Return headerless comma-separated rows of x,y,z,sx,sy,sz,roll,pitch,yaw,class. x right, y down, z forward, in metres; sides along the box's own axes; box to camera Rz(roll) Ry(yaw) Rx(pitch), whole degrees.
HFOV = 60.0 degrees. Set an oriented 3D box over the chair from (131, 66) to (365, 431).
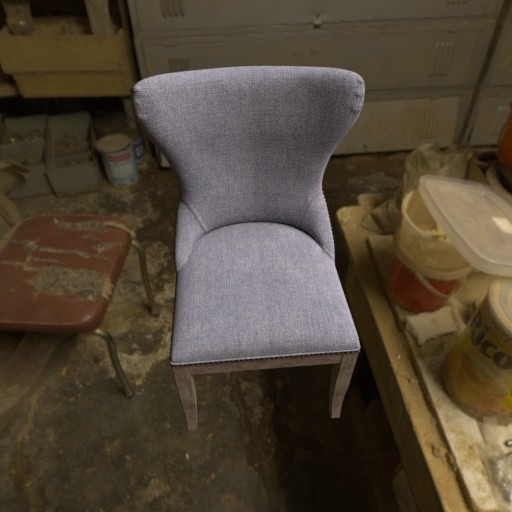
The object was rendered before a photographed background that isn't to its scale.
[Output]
0.000,0.000,1.429,0.654,1.002,0.681,-4,46,-4,chair
